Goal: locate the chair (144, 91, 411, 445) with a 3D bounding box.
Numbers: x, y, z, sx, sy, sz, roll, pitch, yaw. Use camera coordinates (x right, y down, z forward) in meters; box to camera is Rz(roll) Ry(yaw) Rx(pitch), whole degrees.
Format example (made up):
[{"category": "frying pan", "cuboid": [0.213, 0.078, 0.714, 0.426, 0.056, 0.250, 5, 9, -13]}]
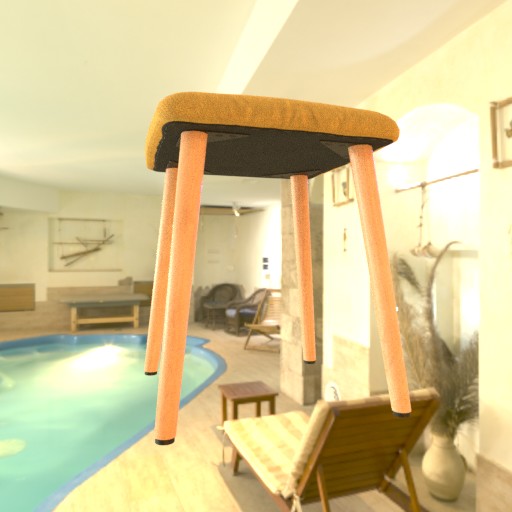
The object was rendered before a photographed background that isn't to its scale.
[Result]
[{"category": "chair", "cuboid": [0.000, 0.000, 0.722, 0.350, 0.440, 0.350, 0, 0, -16]}]
